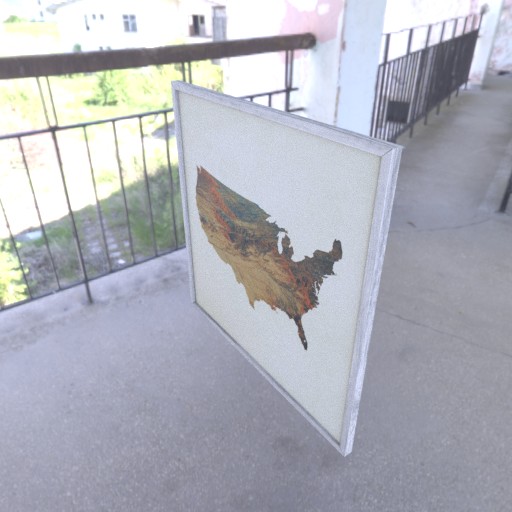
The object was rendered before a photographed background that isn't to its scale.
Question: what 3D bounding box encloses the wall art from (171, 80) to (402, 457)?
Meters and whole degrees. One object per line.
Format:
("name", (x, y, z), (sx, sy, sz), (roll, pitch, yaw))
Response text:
("wall art", (0.000, 0.000, 0.768), (0.016, 0.507, 0.508), (-20, 36, -30))
